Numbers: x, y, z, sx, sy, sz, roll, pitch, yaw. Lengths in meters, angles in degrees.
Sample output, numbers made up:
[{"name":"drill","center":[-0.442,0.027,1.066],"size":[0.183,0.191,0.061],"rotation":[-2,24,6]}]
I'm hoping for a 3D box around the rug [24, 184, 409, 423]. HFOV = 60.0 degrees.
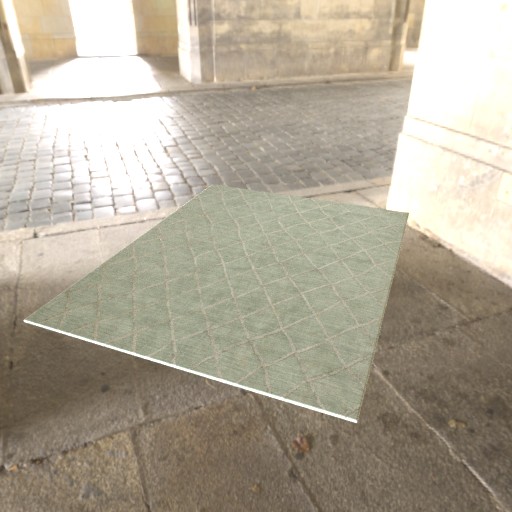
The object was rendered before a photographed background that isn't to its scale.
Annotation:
[{"name":"rug","center":[0.000,0.000,4.054],"size":[2.420,0.019,3.039],"rotation":[11,31,19]}]
